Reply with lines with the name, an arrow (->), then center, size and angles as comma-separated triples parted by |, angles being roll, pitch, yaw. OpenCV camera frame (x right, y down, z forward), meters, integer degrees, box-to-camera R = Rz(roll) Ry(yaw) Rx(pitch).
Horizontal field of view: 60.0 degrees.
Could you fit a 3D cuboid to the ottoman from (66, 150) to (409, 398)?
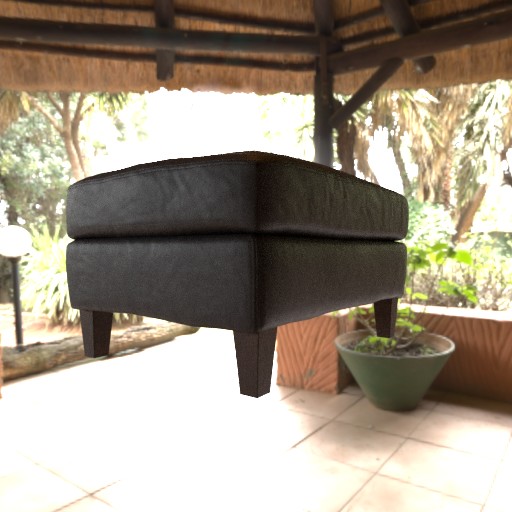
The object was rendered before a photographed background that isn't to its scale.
ottoman -> 0.000, 0.000, 1.307 | 0.659, 0.529, 0.887 | 0, 1, 36
